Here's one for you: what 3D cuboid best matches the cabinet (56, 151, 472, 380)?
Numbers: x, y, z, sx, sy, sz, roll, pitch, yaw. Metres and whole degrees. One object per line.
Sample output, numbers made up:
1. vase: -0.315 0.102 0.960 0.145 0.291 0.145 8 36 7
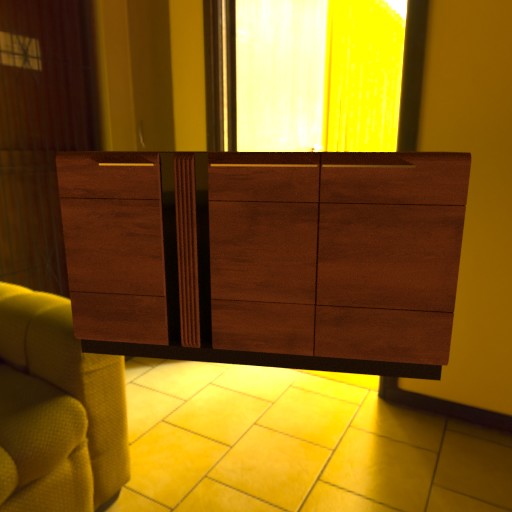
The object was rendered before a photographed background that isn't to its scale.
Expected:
1. cabinet: 0.000 0.000 1.966 1.600 0.900 0.420 2 14 9
